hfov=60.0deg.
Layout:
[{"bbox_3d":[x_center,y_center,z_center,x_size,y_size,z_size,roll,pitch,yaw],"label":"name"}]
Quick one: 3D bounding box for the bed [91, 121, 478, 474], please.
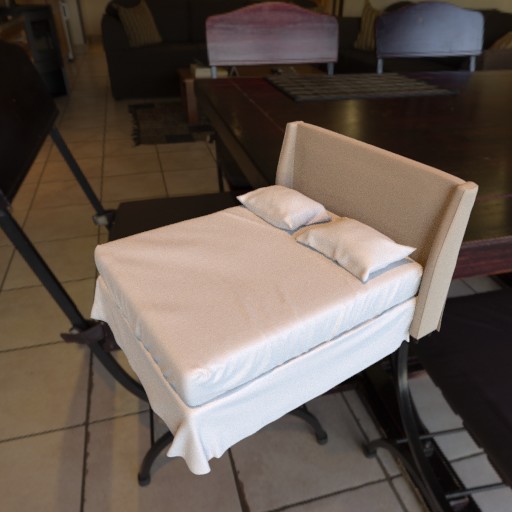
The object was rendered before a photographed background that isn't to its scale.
[{"bbox_3d":[0.000,0.000,3.372,2.276,1.332,1.925,-20,37,-28],"label":"bed"}]
